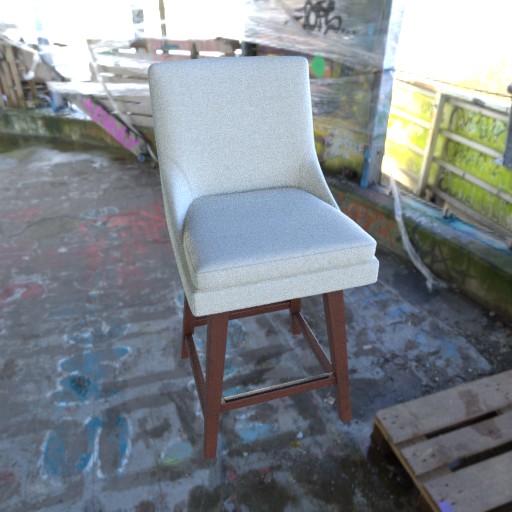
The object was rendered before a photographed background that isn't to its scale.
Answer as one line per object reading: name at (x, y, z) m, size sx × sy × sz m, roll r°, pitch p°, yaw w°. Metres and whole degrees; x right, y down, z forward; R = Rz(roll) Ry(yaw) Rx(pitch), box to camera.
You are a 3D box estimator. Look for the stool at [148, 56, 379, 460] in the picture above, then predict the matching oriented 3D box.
stool at (0.000, 0.000, 1.279) m, size 0.469 × 0.991 × 0.559 m, roll -9°, pitch 33°, yaw -14°
